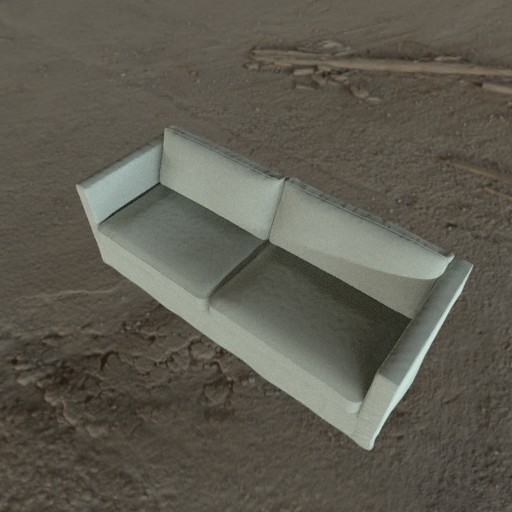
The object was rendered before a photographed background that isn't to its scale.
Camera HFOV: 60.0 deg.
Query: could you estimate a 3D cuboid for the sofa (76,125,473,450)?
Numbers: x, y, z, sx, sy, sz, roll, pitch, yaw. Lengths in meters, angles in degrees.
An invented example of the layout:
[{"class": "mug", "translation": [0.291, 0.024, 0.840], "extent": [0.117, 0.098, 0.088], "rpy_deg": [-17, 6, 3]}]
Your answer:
[{"class": "sofa", "translation": [0.000, 0.000, 2.836], "extent": [2.312, 0.853, 0.962], "rpy_deg": [30, 54, 25]}]
